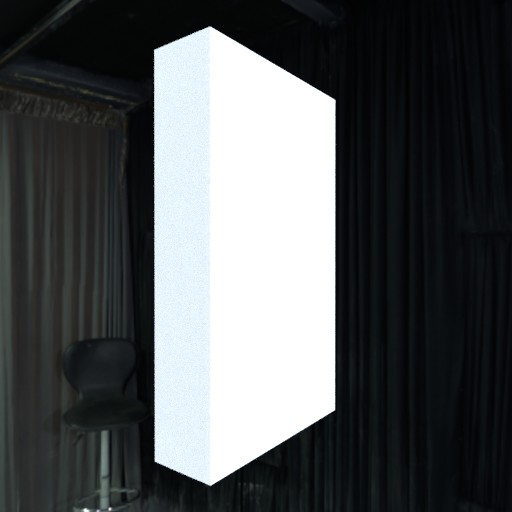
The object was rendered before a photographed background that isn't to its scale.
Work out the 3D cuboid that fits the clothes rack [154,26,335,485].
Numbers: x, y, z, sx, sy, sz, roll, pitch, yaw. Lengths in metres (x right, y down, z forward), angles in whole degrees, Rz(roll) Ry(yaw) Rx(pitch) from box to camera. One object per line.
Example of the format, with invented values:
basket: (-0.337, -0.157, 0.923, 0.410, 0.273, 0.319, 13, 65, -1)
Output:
clothes rack: (0.000, 0.000, 1.609, 0.250, 1.280, 0.750, 0, 1, 37)
